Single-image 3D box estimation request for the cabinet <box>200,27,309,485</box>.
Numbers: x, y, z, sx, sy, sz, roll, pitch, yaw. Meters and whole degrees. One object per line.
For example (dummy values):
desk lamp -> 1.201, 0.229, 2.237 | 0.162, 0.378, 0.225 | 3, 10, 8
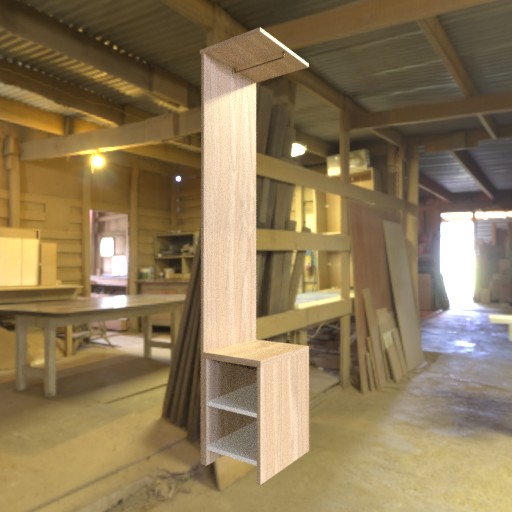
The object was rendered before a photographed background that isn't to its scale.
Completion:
cabinet -> 0.000, 0.000, 2.077 | 0.338, 1.879, 0.411 | -1, -1, 36
